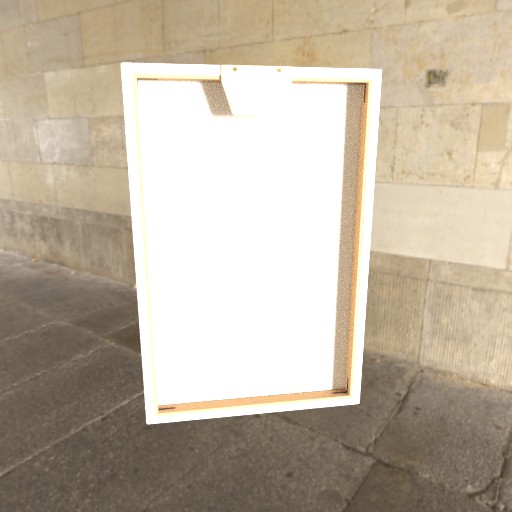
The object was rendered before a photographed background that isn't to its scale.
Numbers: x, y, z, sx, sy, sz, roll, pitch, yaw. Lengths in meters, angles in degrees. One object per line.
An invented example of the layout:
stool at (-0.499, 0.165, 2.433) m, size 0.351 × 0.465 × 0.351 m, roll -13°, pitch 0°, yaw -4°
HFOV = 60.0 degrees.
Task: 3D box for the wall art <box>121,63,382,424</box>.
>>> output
wall art at (0.000, 0.000, 1.138) m, size 0.602 × 0.902 × 0.048 m, roll -2°, pitch 15°, yaw -9°
